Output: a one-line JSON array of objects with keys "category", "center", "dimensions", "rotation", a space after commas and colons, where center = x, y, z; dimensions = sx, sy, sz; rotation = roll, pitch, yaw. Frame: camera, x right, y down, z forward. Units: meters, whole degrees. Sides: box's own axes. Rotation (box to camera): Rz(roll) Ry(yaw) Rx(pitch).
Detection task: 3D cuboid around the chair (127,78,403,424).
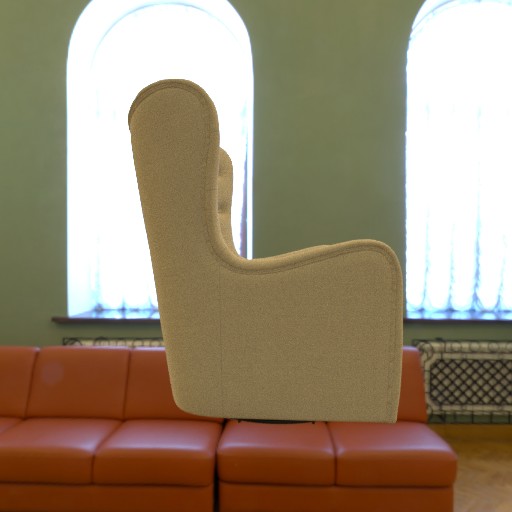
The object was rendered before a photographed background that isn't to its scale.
[{"category": "chair", "center": [0.000, 0.000, 1.725], "dimensions": [0.929, 1.079, 0.831], "rotation": [0, 0, 1]}]
